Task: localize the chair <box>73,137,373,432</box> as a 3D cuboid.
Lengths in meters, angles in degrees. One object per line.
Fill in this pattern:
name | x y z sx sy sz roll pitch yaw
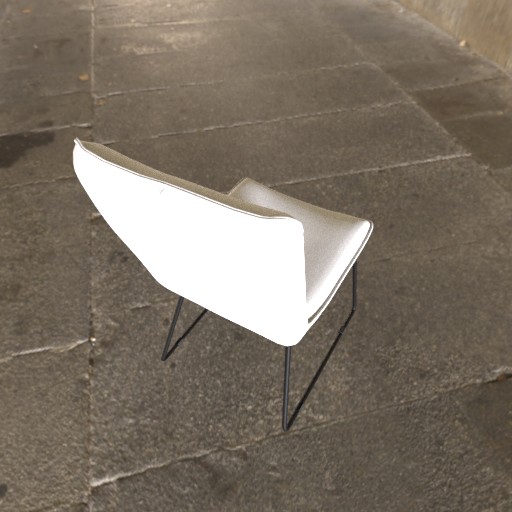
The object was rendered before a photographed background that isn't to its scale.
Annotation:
chair | 0.000 0.000 1.298 0.515 0.930 0.688 23 50 21
